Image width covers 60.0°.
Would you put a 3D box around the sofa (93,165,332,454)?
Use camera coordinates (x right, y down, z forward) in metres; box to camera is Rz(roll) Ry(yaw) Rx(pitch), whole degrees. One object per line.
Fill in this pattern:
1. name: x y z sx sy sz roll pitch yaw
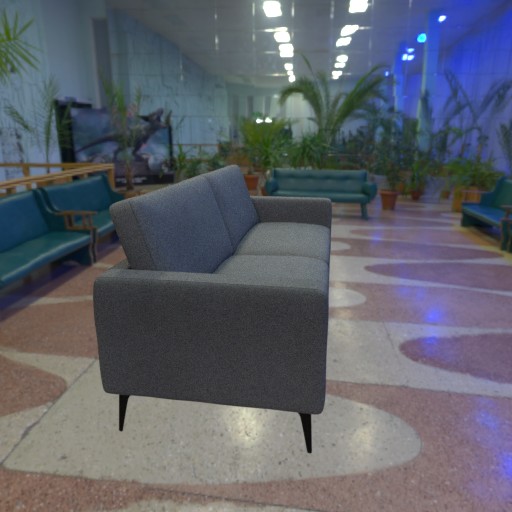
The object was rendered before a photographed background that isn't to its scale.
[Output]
1. sofa: 0.000 0.000 2.321 0.774 0.828 1.925 3 16 9
